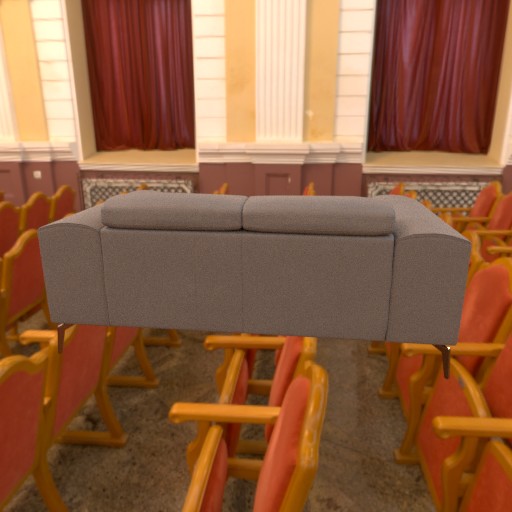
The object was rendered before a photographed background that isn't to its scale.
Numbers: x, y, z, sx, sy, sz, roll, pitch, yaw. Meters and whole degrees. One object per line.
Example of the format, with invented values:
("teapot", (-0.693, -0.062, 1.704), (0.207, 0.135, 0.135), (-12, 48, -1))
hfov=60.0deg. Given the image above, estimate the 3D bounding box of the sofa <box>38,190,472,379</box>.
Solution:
("sofa", (0.000, 0.000, 2.409), (1.895, 0.779, 1.003), (2, 17, 7))
